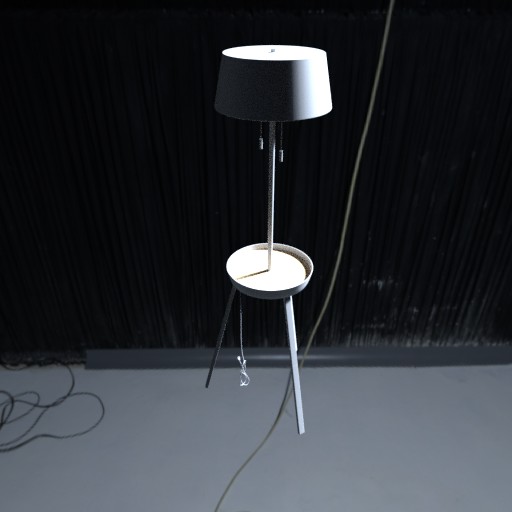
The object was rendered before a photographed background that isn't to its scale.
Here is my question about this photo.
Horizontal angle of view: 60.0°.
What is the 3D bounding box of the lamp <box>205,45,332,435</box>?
[{"bbox_3d":[0.000,0.000,1.672,0.468,1.429,0.508,0,32,0],"label":"lamp"}]
